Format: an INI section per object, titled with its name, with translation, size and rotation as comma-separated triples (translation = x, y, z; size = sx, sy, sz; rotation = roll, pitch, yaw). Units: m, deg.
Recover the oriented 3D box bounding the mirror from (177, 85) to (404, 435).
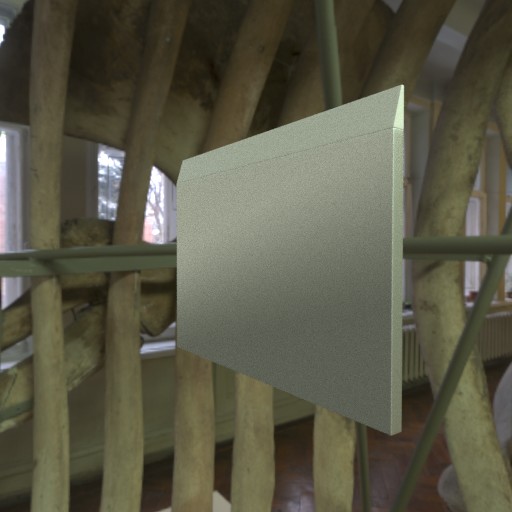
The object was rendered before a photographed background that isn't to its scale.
[mirror]
translation = 0.000, 0.000, 1.149
size = 0.030, 0.630, 0.870
rotation = -1, 2, -36
